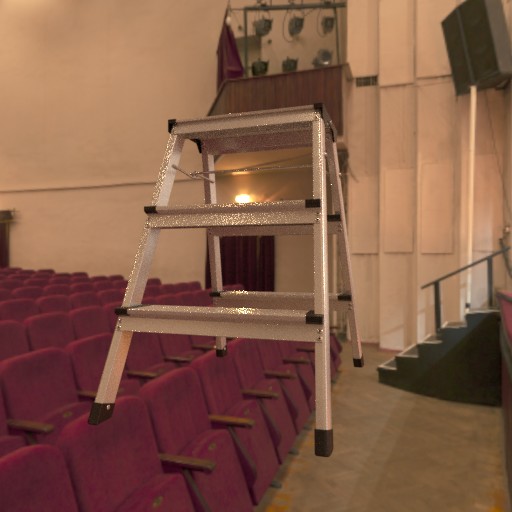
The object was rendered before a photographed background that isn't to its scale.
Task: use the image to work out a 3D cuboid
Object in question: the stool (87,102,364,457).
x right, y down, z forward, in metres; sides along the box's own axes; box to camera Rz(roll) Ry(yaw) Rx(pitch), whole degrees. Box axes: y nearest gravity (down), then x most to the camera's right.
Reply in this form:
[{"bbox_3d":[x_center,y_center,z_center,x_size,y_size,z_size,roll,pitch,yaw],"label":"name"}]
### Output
[{"bbox_3d":[0.000,0.000,1.022,0.437,0.605,0.622,0,-1,18],"label":"stool"}]
